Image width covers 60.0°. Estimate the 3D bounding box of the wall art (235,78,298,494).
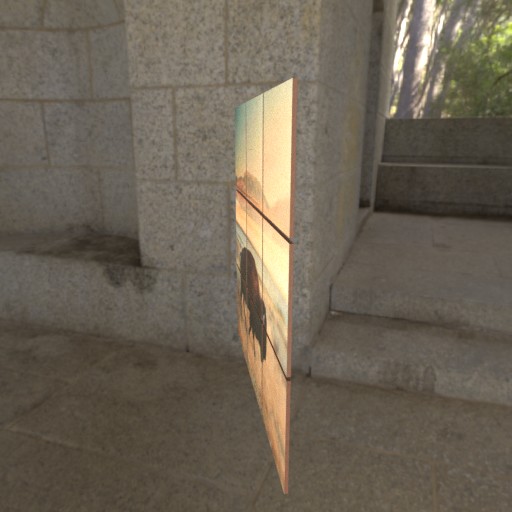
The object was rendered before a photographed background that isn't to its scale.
[{"bbox_3d":[0.000,0.000,1.810,0.019,1.218,1.221,-2,15,-9],"label":"wall art"}]
